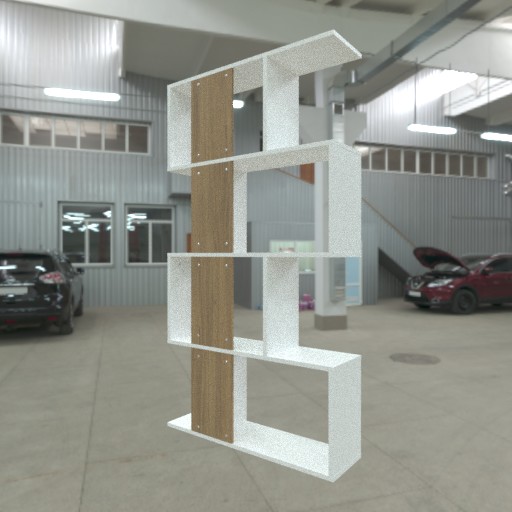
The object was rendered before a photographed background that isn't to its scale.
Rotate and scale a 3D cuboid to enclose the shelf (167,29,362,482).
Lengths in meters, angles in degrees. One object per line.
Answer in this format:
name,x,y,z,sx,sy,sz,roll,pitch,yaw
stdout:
shelf,0.000,0.000,1.979,0.890,1.650,0.250,0,0,37
